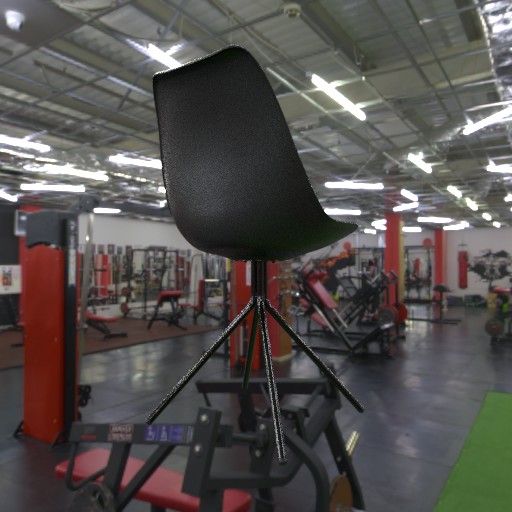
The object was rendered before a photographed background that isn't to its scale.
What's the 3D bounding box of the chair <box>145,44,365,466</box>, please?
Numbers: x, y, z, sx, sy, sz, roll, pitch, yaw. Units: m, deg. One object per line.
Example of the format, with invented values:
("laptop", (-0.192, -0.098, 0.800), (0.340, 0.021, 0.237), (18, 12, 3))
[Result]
("chair", (0.000, 0.000, 1.159), (0.461, 0.850, 0.525), (-1, -2, 36))
